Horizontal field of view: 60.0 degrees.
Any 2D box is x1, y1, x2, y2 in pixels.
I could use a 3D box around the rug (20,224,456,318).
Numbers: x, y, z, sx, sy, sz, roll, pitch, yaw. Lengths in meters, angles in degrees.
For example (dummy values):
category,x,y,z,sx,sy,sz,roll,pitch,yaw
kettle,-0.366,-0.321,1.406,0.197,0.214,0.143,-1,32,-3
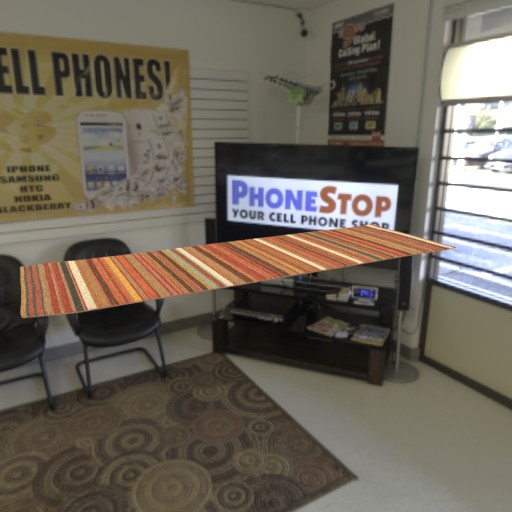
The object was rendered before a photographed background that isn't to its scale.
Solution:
category,x,y,z,sx,sy,sz,roll,pitch,yaw
rug,0.000,0.000,2.579,2.444,0.030,0.799,-8,18,-27
